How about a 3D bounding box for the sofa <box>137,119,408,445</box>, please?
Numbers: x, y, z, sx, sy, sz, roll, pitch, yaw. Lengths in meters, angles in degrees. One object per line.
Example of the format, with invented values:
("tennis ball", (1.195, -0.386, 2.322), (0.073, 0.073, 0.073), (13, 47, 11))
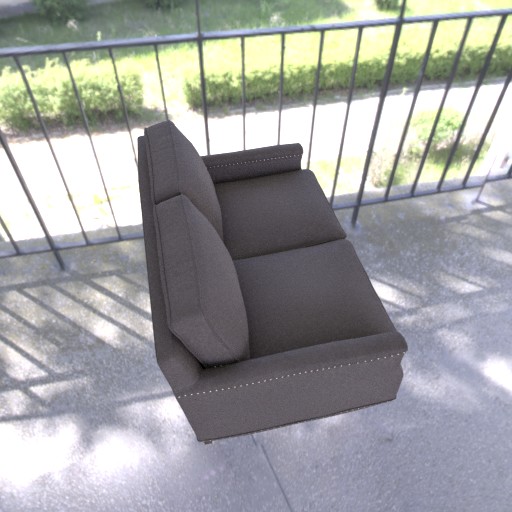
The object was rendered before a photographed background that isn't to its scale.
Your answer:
("sofa", (0.000, 0.000, 2.385), (1.084, 1.003, 1.597), (-10, 48, -9))
